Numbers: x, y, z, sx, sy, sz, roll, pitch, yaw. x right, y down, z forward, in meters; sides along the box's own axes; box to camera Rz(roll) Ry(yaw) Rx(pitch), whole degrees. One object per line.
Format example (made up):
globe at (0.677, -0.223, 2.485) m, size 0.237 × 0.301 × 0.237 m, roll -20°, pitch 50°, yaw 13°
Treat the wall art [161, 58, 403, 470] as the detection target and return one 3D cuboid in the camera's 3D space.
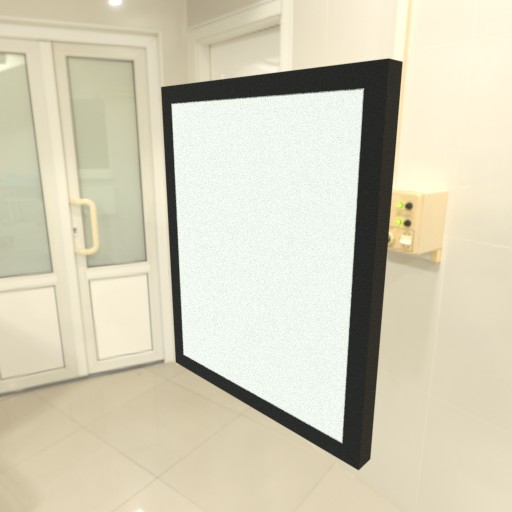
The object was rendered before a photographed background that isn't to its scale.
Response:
wall art at (0.000, 0.000, 0.536) m, size 0.329 × 0.404 × 0.024 m, roll 15°, pitch 21°, yaw 43°
